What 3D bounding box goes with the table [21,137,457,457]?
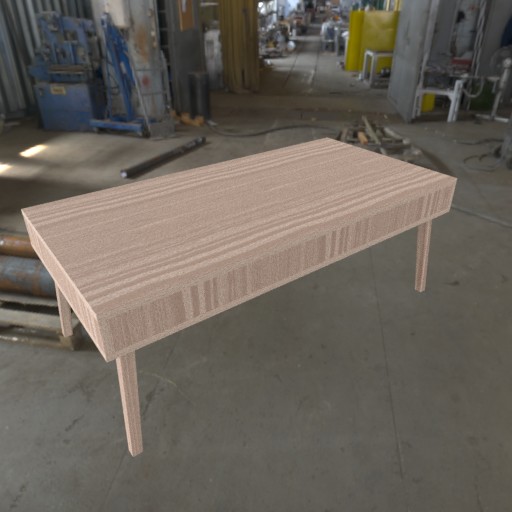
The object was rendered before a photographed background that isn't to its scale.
[{"bbox_3d":[0.000,0.000,1.462,1.200,0.450,0.600,-21,36,-31],"label":"table"}]
